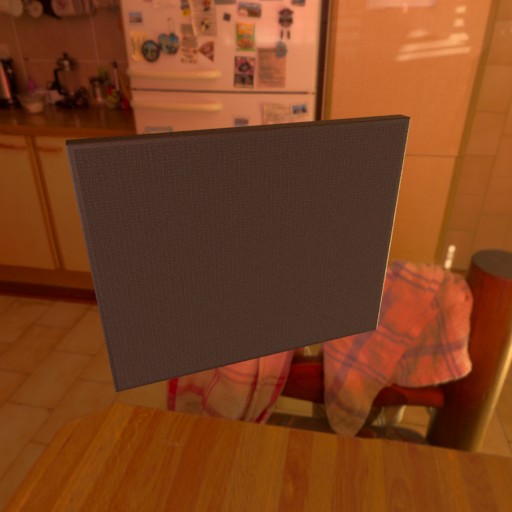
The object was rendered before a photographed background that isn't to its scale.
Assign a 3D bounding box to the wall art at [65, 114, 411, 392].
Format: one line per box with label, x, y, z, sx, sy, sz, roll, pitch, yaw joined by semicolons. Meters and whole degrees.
wall art;0.000;0.000;0.803;0.559;0.458;0.029;-10;30;-17
